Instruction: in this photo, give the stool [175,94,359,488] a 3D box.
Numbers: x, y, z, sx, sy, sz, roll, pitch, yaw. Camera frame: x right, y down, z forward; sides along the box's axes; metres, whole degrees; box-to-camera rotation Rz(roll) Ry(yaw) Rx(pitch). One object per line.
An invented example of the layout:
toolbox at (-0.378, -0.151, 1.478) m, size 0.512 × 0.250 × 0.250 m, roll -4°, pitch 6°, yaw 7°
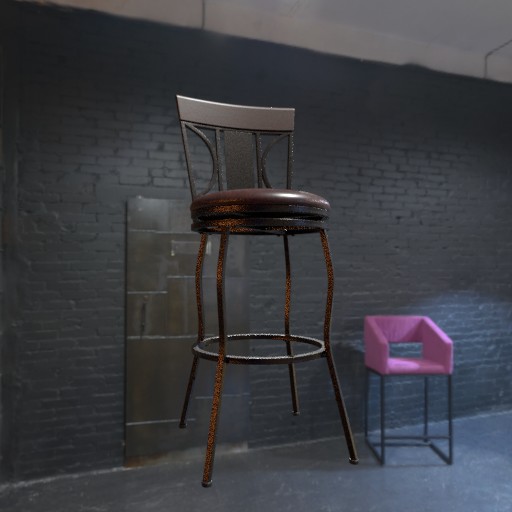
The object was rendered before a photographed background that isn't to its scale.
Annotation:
stool at (0.000, 0.000, 1.385) m, size 0.448 × 1.130 × 0.513 m, roll 0°, pitch -1°, yaw -18°
